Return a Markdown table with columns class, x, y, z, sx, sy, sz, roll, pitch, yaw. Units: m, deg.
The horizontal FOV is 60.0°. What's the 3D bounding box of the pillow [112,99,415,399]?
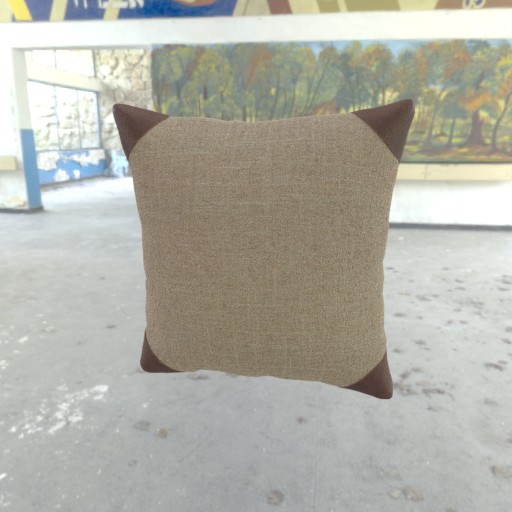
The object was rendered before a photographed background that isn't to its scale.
| class | x | y | z | sx | sy | sz | roll | pitch | yaw |
| --- | --- | --- | --- | --- | --- | --- | --- | --- | --- |
| pillow | 0.000 | 0.000 | 0.676 | 0.437 | 0.448 | 0.147 | 3 | 15 | 9 |
